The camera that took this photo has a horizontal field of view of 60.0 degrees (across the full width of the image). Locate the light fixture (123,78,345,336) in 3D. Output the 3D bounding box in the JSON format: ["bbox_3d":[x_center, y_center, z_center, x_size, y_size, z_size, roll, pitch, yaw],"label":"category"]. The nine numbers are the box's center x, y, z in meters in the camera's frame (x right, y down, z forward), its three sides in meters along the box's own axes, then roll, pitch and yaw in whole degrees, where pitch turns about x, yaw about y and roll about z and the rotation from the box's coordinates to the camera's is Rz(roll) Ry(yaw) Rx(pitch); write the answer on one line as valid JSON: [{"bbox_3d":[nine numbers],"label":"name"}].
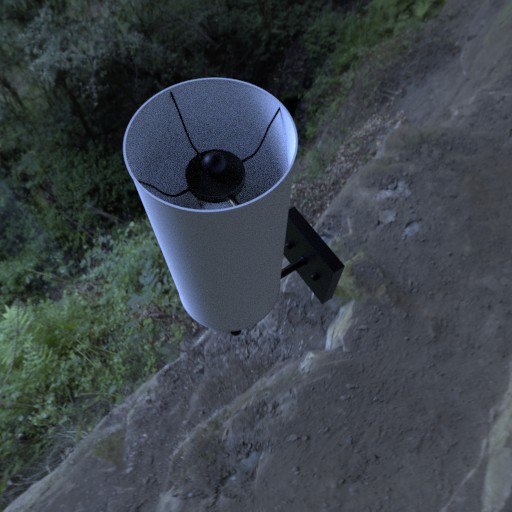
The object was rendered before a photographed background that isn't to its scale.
[{"bbox_3d":[0.000,0.000,0.541,0.208,0.462,0.128,-31,67,-15],"label":"light fixture"}]
